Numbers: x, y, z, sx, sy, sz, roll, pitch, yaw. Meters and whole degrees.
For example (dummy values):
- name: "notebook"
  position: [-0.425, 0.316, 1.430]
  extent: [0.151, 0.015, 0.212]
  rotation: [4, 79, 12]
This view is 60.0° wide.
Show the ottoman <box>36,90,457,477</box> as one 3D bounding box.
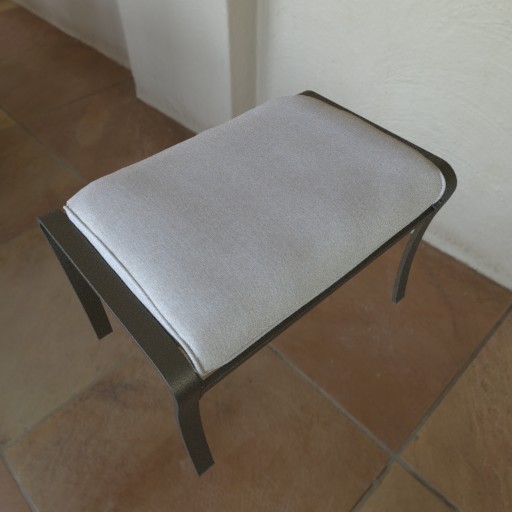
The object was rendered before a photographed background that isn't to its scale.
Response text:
- name: "ottoman"
  position: [0.000, 0.000, 0.869]
  extent: [0.610, 0.422, 0.406]
  rotation: [-33, 56, -26]
